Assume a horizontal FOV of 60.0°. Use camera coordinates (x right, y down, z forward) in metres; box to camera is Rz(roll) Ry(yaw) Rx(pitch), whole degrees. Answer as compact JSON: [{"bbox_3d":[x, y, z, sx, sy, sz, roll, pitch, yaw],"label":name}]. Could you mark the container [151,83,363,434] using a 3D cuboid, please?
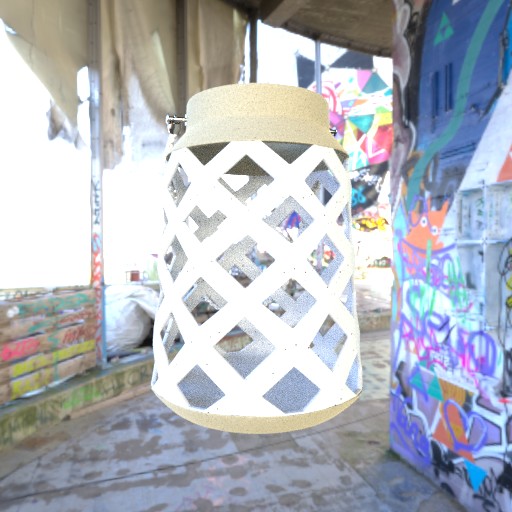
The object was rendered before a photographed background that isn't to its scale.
[{"bbox_3d":[0.000,0.000,0.403,0.188,0.264,0.198,0,2,-16],"label":"container"}]
